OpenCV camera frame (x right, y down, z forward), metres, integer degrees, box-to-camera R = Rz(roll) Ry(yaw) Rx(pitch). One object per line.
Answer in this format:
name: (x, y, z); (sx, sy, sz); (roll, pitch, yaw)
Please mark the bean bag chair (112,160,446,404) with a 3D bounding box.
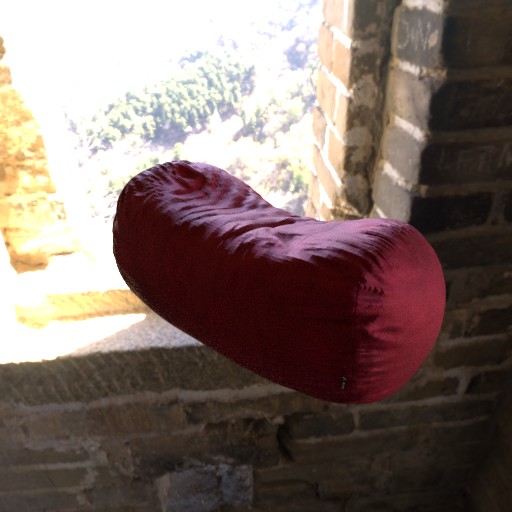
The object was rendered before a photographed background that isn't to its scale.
bean bag chair: (0.000, 0.000, 2.815); (2.293, 0.867, 1.216); (23, 38, 33)
